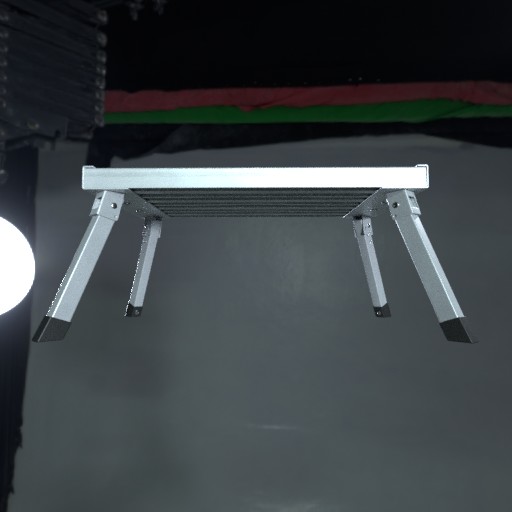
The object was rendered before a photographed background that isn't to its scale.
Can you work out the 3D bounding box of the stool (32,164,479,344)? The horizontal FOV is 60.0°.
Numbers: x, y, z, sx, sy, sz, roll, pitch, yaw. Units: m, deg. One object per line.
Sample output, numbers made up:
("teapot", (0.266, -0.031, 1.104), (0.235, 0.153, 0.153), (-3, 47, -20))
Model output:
("stool", (0.000, 0.000, 0.716), (0.535, 0.225, 0.385), (0, -3, 1))
